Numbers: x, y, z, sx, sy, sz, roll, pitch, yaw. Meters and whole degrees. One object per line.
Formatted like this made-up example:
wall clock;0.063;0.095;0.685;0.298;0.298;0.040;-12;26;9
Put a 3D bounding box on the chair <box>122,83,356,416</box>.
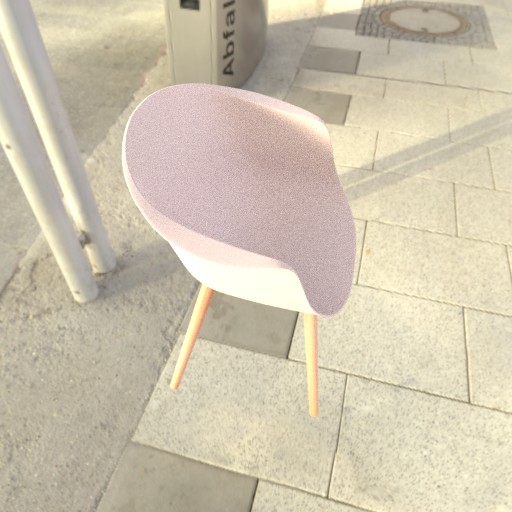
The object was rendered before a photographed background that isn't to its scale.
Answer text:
chair;0.000;0.000;1.161;0.504;0.781;0.593;10;47;9
